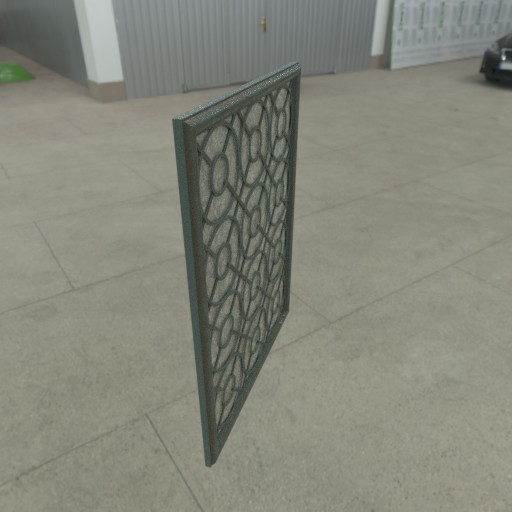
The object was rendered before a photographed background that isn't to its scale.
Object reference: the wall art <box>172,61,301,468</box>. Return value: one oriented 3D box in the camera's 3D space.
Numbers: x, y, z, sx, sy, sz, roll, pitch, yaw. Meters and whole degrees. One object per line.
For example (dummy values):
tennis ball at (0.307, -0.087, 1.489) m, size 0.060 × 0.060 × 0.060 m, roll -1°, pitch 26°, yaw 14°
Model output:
wall art at (0.000, 0.000, 1.326) m, size 0.030 × 0.983 × 0.767 m, roll 11°, pitch 33°, yaw 17°
